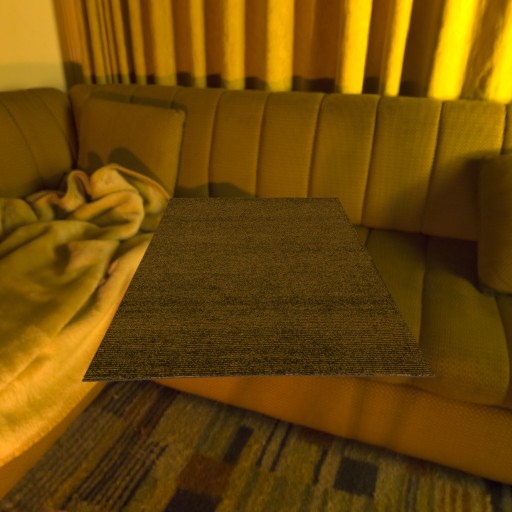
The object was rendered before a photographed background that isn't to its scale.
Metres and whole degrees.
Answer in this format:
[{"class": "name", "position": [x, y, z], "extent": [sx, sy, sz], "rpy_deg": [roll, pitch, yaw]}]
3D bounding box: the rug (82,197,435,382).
[{"class": "rug", "position": [0.000, 0.000, 2.220], "extent": [1.145, 0.021, 1.777], "rpy_deg": [0, 27, -1]}]
